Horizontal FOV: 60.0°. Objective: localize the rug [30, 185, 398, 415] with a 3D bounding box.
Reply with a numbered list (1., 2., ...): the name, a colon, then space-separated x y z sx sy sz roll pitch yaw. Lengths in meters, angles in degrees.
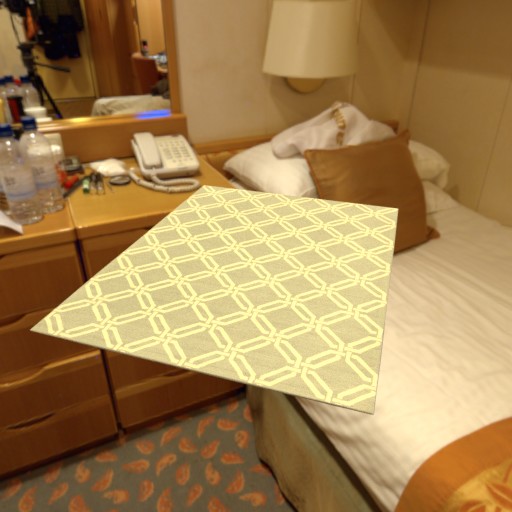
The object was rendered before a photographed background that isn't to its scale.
1. rug: 0.000 0.000 3.893 2.288 0.018 2.895 9 31 16
